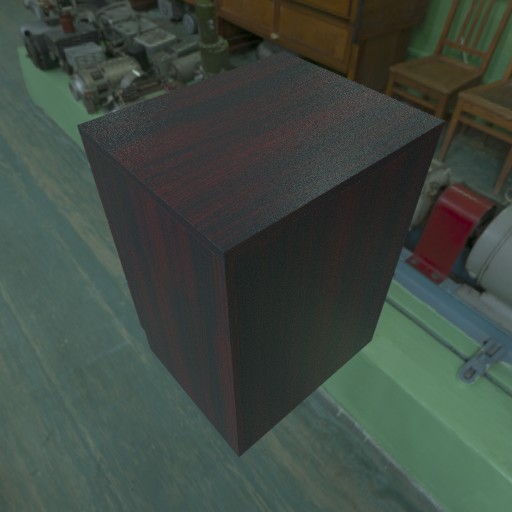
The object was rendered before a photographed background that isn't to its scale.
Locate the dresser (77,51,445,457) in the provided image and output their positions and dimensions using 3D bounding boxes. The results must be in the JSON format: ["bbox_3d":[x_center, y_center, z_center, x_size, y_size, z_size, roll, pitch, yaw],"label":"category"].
[{"bbox_3d":[0.000,0.000,0.834,0.400,0.560,0.360,-32,54,-27],"label":"dresser"}]
